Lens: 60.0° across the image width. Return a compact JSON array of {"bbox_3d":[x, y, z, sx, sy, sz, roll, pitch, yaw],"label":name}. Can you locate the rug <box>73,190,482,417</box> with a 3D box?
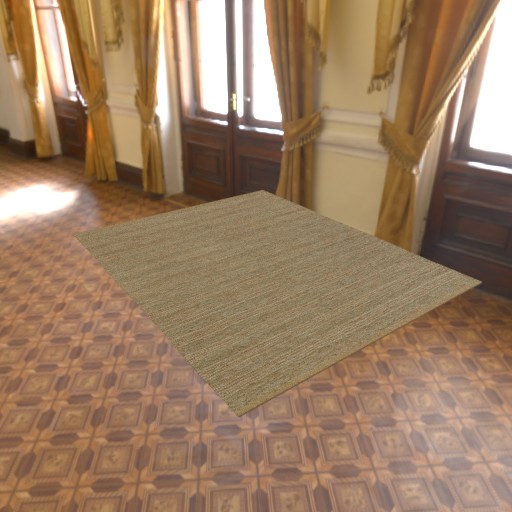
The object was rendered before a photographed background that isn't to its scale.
[{"bbox_3d":[0.000,0.000,4.138,2.471,0.012,3.034,-18,32,-32],"label":"rug"}]
